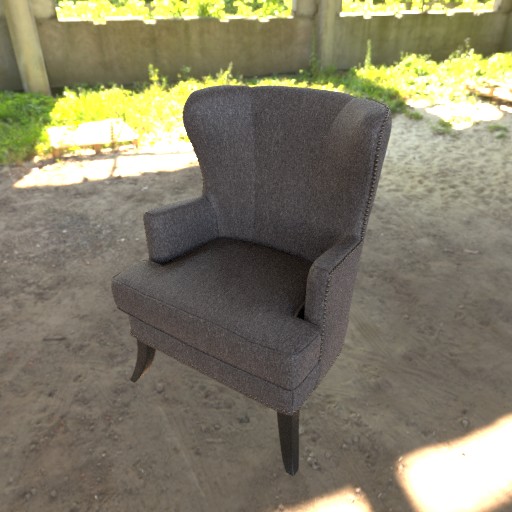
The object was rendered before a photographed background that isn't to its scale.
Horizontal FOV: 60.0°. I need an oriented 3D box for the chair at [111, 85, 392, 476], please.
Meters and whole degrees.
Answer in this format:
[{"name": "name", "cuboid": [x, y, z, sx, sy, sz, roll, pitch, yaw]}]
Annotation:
[{"name": "chair", "cuboid": [0.000, 0.000, 1.597, 0.759, 1.060, 0.758, 18, 34, 29]}]
